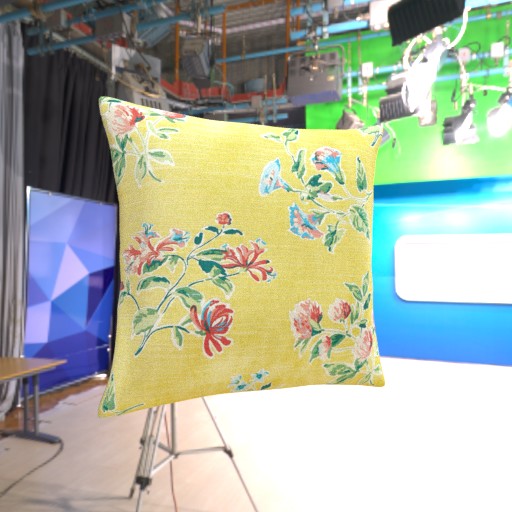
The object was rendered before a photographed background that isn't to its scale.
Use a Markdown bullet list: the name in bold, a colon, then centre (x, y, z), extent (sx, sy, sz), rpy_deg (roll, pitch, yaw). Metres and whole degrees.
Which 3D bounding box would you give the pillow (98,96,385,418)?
- **pillow**: centre (0.000, 0.000, 0.780), extent (0.525, 0.508, 0.166), rpy_deg (0, 0, -18)
